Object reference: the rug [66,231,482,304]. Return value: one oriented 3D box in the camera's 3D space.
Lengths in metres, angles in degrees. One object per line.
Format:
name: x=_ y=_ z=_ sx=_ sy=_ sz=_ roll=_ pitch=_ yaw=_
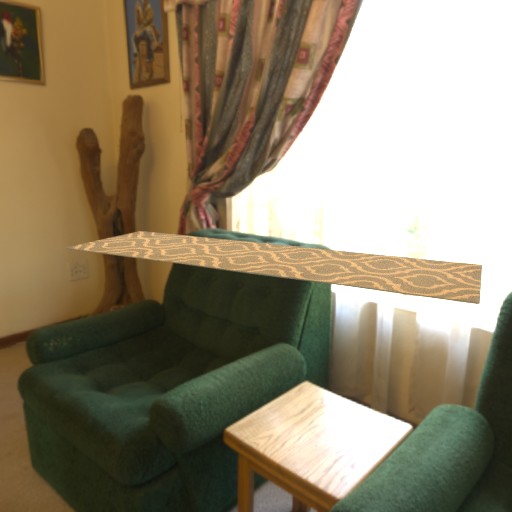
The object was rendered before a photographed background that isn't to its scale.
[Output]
rug: x=0.000 y=0.000 z=2.498 sx=2.275 sy=0.009 sz=0.684 roll=7 pitch=14 yaw=26
